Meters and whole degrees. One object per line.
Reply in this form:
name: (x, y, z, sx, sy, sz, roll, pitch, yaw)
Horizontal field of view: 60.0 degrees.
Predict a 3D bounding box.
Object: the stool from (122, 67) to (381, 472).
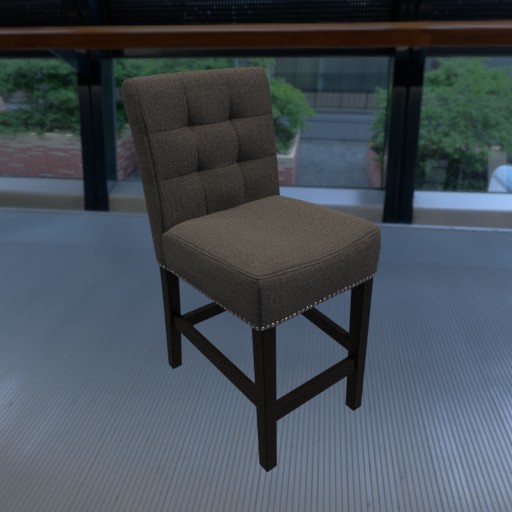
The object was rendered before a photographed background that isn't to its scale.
stool: (0.000, 0.000, 1.199, 0.427, 0.885, 0.571, -20, 35, -32)
